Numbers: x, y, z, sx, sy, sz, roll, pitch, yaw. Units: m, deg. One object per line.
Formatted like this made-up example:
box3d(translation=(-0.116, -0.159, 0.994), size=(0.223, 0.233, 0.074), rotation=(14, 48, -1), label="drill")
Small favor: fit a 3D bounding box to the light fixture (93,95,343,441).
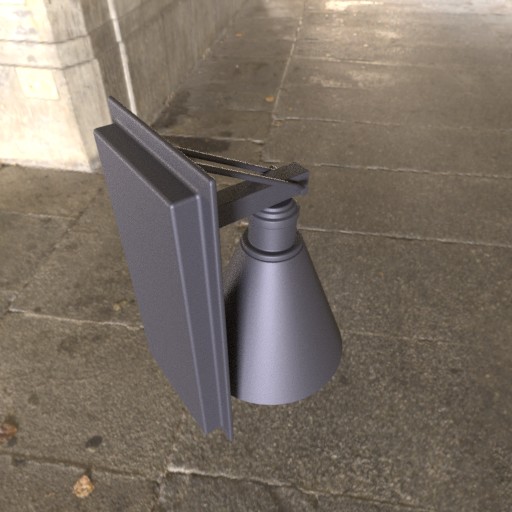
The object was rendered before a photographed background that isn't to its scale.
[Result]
box3d(translation=(0.000, 0.000, 0.419), size=(0.207, 0.298, 0.170), rotation=(-26, 47, -26), label="light fixture")
